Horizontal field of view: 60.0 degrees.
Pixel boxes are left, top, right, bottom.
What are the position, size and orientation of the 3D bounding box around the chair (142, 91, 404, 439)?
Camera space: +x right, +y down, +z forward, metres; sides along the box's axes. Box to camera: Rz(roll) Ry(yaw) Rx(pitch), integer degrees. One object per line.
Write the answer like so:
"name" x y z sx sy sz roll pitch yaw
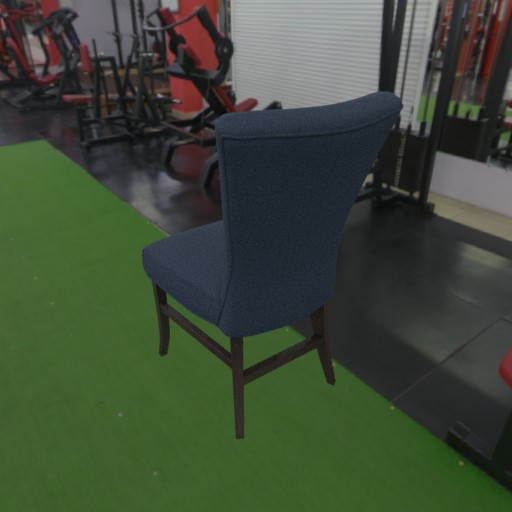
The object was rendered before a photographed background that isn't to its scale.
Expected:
"chair" 0.000 0.000 1.376 0.520 0.991 0.660 -19 35 -30
